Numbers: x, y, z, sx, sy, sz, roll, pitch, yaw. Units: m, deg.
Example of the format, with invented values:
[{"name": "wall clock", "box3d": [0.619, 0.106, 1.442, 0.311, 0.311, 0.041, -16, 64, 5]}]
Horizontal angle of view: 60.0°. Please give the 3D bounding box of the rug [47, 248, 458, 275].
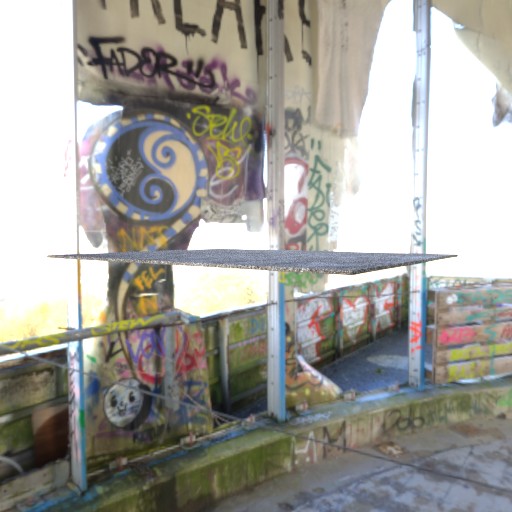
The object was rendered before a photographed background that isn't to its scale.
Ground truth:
[{"name": "rug", "box3d": [0.000, 0.000, 4.128, 3.000, 0.025, 2.401, 2, 3, 36]}]
